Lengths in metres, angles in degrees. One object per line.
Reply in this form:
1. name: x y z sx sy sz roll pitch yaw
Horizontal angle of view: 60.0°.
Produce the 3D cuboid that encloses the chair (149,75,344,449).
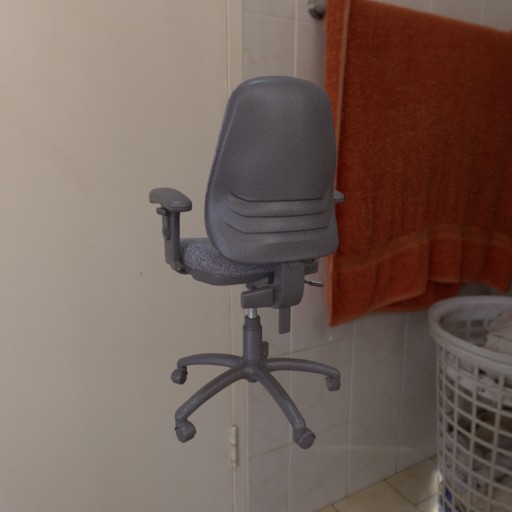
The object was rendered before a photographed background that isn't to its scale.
1. chair: 0.000 0.000 1.254 0.550 0.910 0.530 -6 14 -27
